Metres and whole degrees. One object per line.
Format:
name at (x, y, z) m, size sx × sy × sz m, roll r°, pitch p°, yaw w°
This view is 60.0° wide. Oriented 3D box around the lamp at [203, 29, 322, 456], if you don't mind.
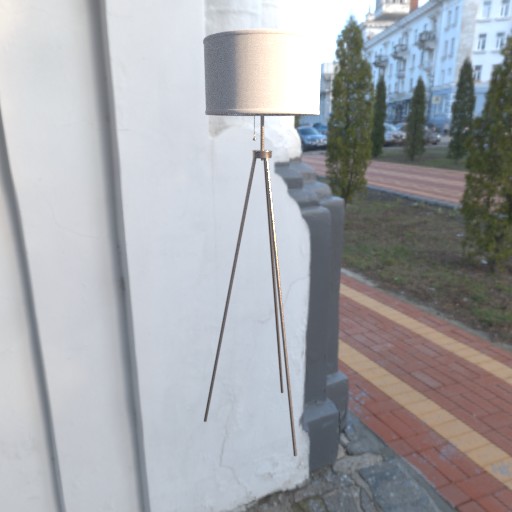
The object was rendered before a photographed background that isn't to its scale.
lamp at (0.000, 0.000, 1.741) m, size 0.458 × 1.545 × 0.448 m, roll -2°, pitch 17°, yaw -7°
